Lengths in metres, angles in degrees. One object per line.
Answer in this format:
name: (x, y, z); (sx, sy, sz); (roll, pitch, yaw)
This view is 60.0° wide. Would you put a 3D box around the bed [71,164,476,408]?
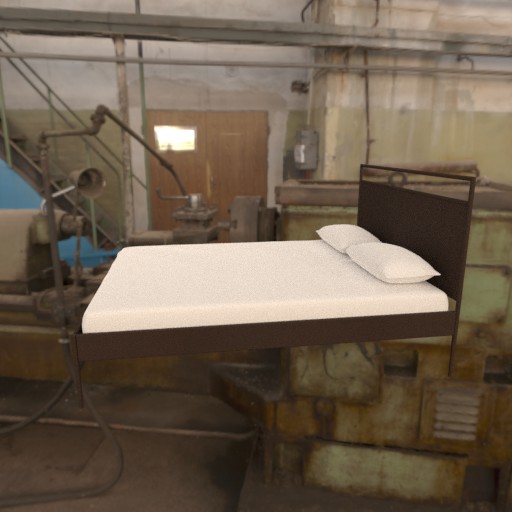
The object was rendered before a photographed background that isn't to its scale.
bed: (0.000, 0.000, 3.080); (2.122, 1.173, 1.572); (-2, 14, -9)
